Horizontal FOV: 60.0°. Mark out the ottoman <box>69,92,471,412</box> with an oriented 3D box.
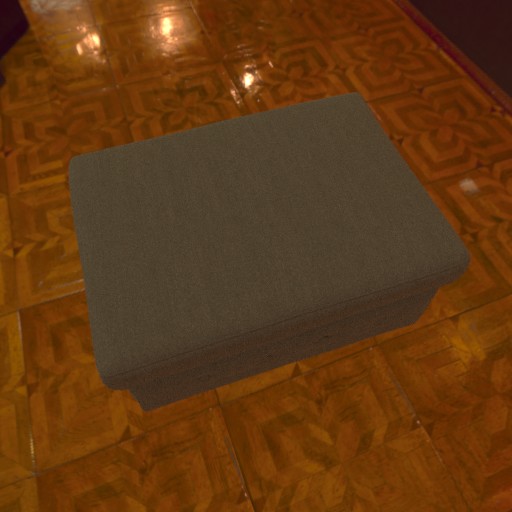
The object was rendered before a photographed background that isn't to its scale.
[{"bbox_3d":[0.000,0.000,1.136,0.771,0.500,0.569,-16,59,-10],"label":"ottoman"}]
